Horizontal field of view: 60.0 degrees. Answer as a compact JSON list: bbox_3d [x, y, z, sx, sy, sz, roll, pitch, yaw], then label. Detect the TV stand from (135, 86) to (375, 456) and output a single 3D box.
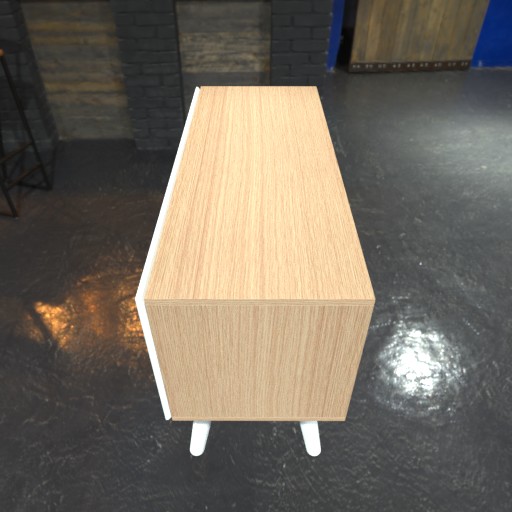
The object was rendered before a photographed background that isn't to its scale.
[{"bbox_3d":[0.000,0.000,1.337,0.407,0.660,0.991,0,41,0],"label":"TV stand"}]
